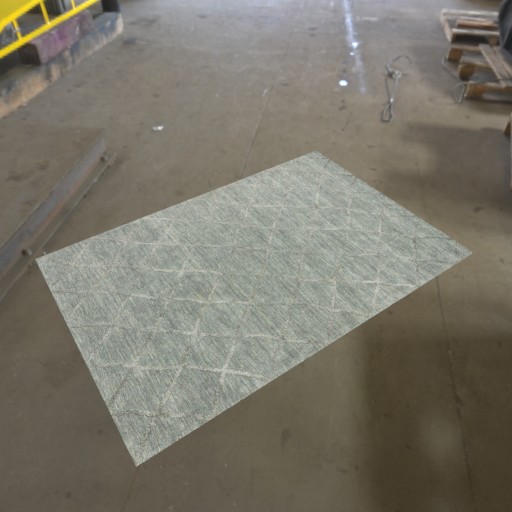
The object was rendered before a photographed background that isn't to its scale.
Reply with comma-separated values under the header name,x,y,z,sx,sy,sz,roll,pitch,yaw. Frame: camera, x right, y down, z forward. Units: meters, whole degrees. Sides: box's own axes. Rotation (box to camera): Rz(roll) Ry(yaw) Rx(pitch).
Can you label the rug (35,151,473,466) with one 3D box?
name,x,y,z,sx,sy,sz,roll,pitch,yaw
rug,0.000,0.000,2.775,2.283,0.006,1.521,-26,49,-25
